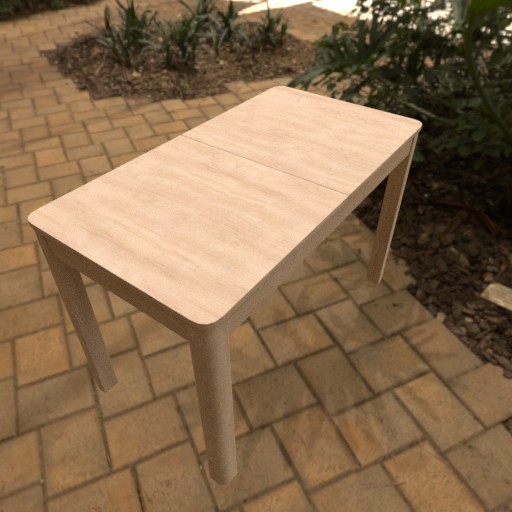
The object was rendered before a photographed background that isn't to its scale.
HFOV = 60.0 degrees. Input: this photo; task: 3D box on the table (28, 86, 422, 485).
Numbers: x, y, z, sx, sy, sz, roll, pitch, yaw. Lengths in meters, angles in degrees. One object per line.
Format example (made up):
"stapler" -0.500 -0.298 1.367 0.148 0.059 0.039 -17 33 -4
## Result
"table" 0.000 0.000 1.903 0.750 0.900 1.400 25 47 27
